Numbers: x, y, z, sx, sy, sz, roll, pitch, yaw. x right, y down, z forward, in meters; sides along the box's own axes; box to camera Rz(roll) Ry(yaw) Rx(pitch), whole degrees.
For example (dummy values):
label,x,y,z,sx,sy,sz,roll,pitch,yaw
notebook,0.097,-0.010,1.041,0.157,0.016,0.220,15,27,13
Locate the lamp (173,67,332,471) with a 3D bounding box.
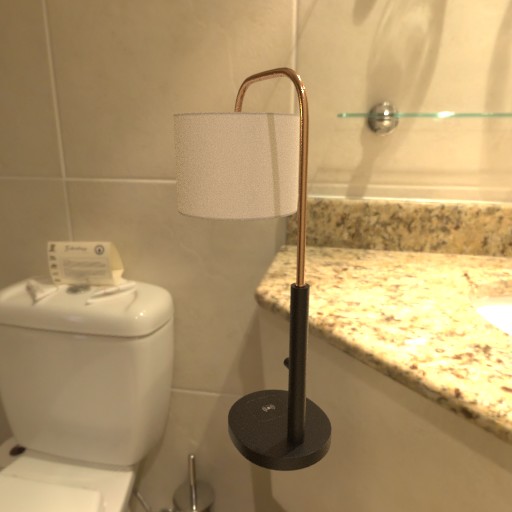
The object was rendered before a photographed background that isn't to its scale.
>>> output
label,x,y,z,sx,sy,sz,roll,pitch,yaw
lamp,0.000,0.000,0.705,0.199,0.540,0.337,-7,17,-25
